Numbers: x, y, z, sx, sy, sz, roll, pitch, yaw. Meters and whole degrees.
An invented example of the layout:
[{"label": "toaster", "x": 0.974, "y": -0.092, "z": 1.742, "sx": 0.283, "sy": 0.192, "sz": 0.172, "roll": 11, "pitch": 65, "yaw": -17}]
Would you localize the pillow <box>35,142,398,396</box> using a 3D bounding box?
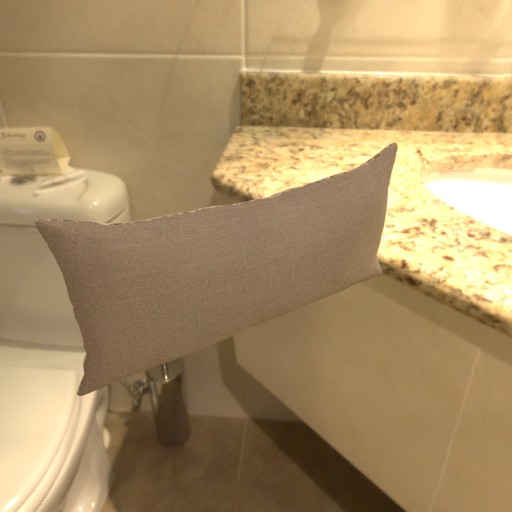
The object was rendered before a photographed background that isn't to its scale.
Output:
[{"label": "pillow", "x": 0.000, "y": 0.000, "z": 0.734, "sx": 0.631, "sy": 0.290, "sz": 0.148, "roll": -18, "pitch": 35, "yaw": -27}]
